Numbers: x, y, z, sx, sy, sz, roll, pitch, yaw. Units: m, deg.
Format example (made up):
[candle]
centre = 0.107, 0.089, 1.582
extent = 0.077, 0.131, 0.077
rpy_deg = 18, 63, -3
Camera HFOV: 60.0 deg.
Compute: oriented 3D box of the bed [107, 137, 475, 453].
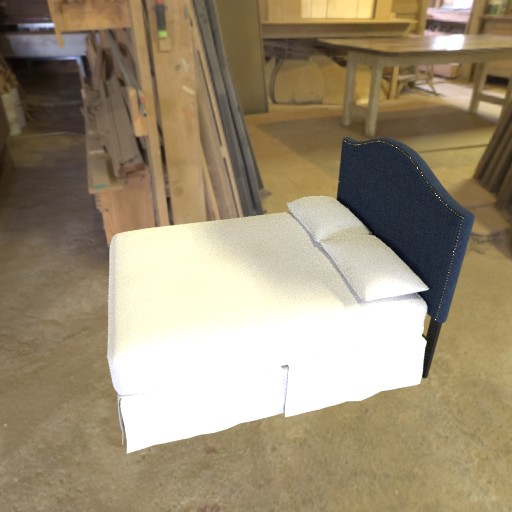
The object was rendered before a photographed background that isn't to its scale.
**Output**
[bed]
centre = 0.000, 0.000, 3.226
extent = 2.153, 1.518, 1.713
rpy_deg = -8, 32, -13
